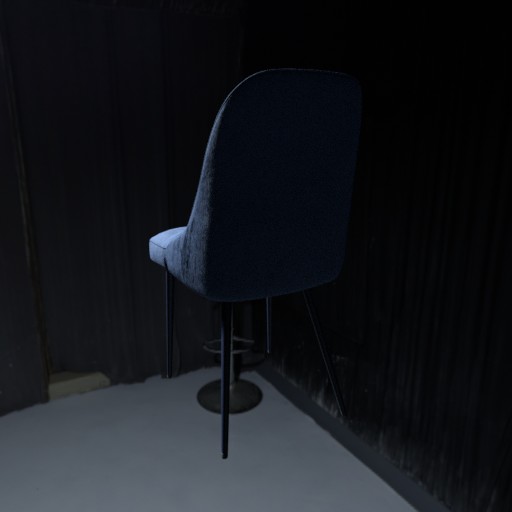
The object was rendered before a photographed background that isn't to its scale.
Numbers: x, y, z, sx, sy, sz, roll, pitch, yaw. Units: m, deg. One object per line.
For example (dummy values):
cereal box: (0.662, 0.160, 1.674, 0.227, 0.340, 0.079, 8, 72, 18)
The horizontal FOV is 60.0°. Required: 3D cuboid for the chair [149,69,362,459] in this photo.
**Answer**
chair: (0.000, 0.000, 1.240, 0.478, 0.896, 0.559, -8, 16, -27)
